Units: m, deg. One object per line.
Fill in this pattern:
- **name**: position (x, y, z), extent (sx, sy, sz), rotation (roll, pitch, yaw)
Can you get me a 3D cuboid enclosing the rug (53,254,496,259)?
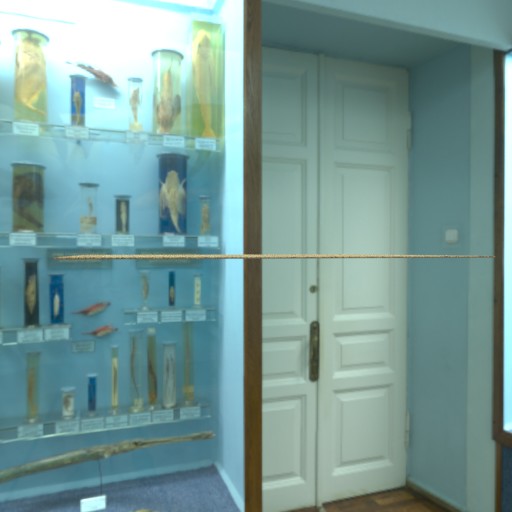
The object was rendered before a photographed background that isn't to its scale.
- **rug**: position (0.000, 0.000, 4.175), extent (3.200, 0.012, 2.438), rotation (0, 1, -17)
